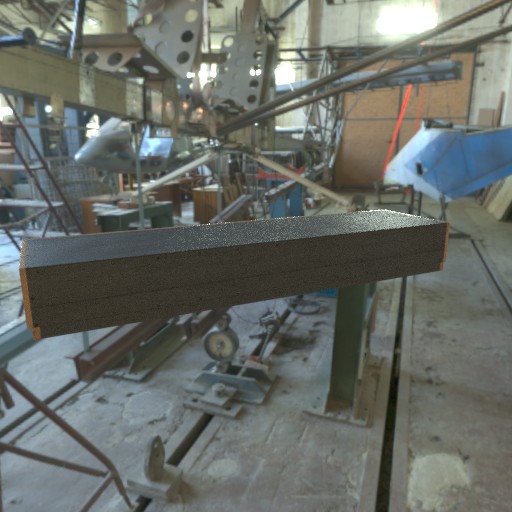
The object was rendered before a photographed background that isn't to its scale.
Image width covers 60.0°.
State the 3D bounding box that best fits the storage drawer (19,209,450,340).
[{"bbox_3d":[0.000,0.000,2.184,2.032,0.264,0.538,-7,16,-25],"label":"storage drawer"}]
